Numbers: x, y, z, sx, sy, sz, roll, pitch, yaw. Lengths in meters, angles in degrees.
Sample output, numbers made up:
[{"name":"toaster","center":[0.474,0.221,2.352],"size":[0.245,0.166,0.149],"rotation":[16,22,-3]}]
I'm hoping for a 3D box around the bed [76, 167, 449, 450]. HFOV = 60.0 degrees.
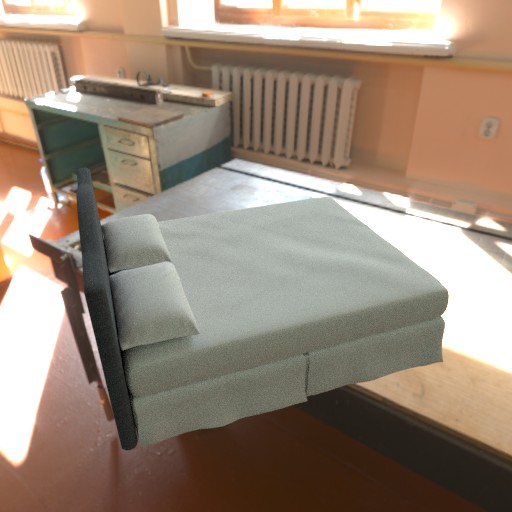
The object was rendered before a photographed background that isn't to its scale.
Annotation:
[{"name":"bed","center":[0.000,0.000,3.876],"size":[2.689,1.457,2.161],"rotation":[-11,33,-17]}]
